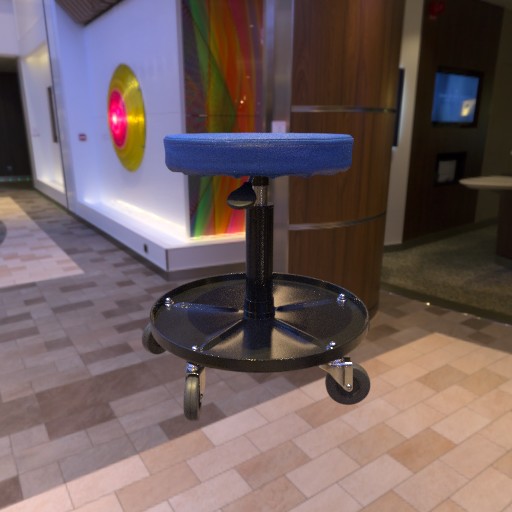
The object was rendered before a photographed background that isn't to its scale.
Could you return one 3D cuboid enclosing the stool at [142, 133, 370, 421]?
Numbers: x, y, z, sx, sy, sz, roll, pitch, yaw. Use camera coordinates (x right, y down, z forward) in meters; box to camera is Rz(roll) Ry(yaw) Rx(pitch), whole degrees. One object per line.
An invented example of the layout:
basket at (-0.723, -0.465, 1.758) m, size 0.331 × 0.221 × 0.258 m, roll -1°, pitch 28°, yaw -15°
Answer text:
stool at (0.000, 0.000, 0.689) m, size 0.381 × 0.365 × 0.382 m, roll 3°, pitch 17°, yaw 9°
